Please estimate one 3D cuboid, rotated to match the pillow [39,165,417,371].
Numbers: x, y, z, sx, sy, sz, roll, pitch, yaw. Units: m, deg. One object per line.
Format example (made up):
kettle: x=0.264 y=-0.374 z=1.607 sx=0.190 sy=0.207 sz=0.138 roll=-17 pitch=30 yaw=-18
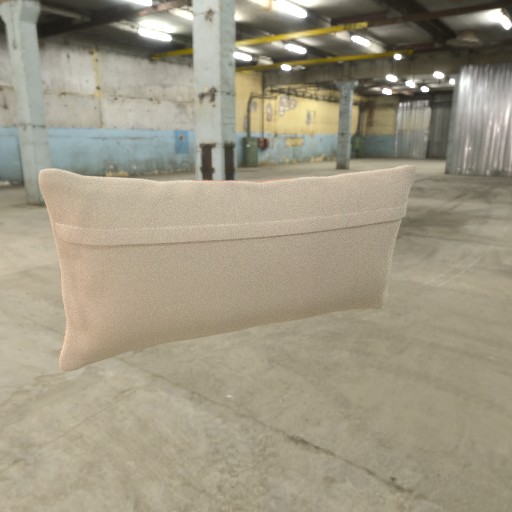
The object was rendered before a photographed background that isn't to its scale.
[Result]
pillow: x=0.000 y=0.000 z=0.717 sx=0.609 sy=0.292 sz=0.155 roll=-7 pitch=15 yaw=-25
